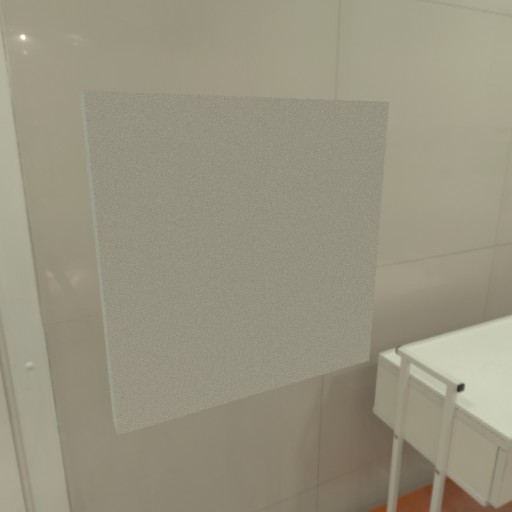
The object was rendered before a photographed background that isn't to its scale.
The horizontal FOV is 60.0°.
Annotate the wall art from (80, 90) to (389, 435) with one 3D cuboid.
[{"bbox_3d":[0.000,0.000,0.527,0.355,0.355,0.027,-8,18,-26],"label":"wall art"}]
